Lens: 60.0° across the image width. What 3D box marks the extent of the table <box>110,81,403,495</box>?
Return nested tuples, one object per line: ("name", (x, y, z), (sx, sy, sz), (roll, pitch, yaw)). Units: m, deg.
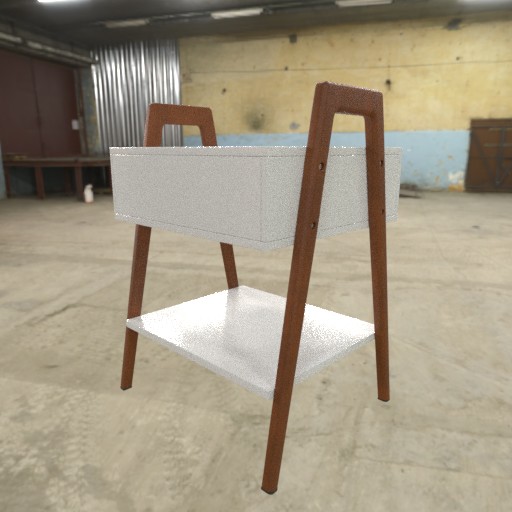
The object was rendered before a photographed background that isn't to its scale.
("table", (0.000, 0.000, 0.903), (0.457, 0.610, 0.405), (13, 19, 43))
